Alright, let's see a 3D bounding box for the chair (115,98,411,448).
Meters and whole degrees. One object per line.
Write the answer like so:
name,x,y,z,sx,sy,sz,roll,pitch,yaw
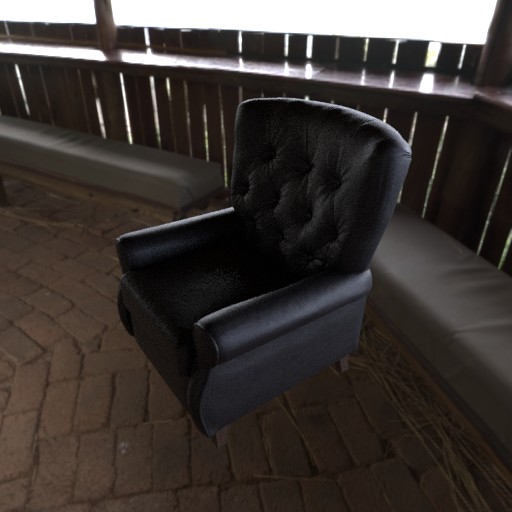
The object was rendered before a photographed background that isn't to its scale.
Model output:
chair,0.000,0.000,1.917,1.058,1.158,0.948,-20,36,-30
